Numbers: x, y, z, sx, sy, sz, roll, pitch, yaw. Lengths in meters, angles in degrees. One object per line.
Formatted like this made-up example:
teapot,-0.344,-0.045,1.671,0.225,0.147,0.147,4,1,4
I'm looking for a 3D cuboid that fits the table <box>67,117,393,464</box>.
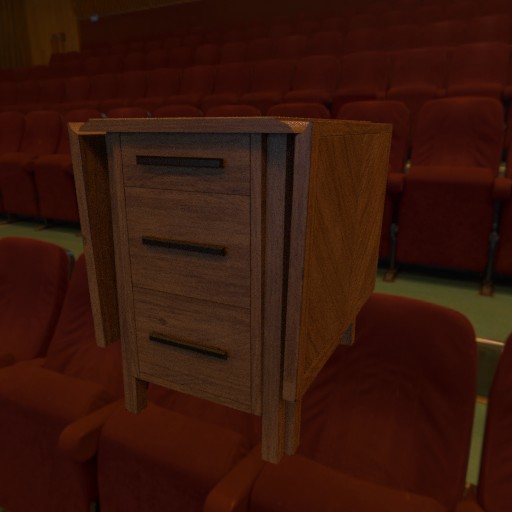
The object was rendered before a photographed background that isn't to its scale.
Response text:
table,0.000,0.000,1.306,0.591,0.763,0.746,8,18,26
